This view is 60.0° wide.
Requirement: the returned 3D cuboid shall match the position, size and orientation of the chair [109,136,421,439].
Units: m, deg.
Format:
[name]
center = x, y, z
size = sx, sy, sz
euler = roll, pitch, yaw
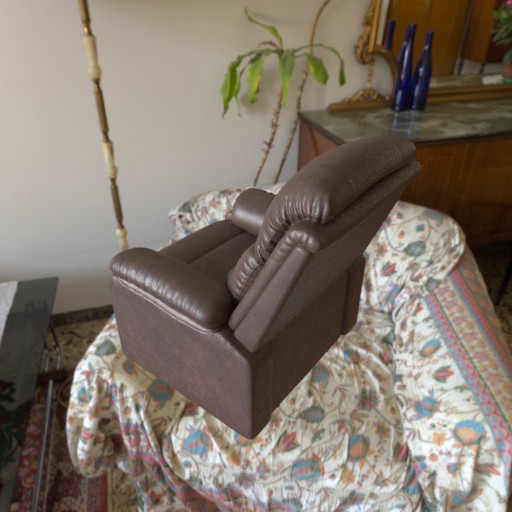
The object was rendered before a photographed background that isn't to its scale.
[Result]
[chair]
center = 0.000, 0.000, 1.700
size = 0.919, 0.992, 0.855
euler = 22, 38, 31
